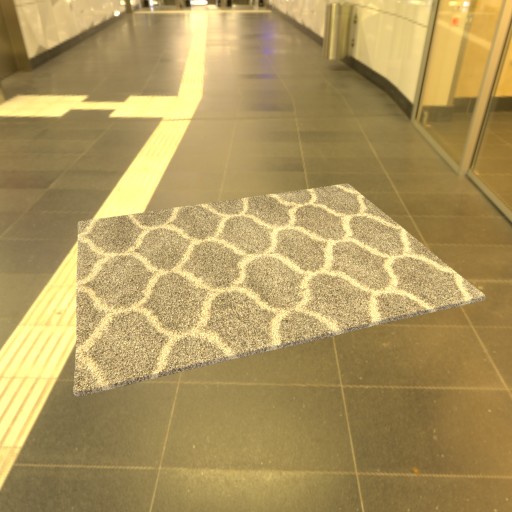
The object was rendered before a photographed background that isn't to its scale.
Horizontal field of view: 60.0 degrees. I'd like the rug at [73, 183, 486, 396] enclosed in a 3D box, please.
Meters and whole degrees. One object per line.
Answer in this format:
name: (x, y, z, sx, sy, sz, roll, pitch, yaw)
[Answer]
rug: (0.000, 0.000, 2.083, 1.600, 0.025, 1.200, -10, 34, -15)
